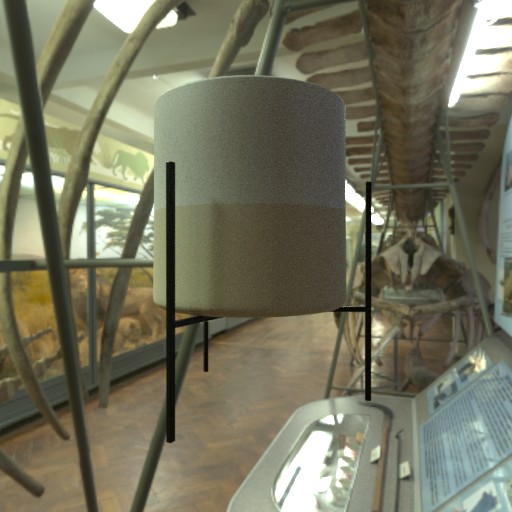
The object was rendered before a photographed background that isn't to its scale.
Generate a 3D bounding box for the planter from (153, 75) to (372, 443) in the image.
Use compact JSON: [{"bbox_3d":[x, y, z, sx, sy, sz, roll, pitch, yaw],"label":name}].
[{"bbox_3d":[0.000,0.000,0.540,0.263,0.362,0.267,0,0,19],"label":"planter"}]
